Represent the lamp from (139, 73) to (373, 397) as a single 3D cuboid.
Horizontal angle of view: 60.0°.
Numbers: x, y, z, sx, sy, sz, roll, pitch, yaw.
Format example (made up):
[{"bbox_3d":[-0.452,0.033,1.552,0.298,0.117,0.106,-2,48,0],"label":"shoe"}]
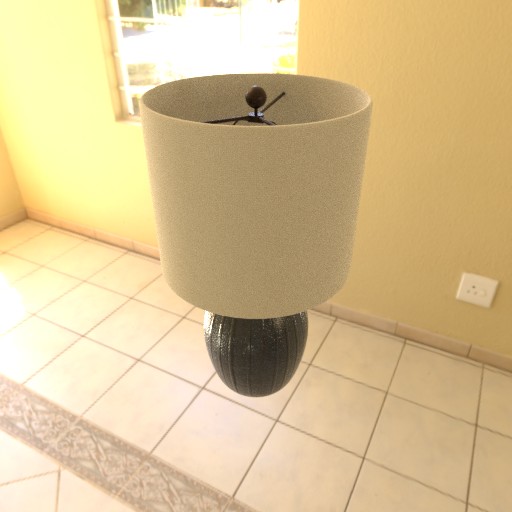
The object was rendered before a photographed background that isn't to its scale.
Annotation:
[{"bbox_3d":[0.000,0.000,0.781,0.329,0.570,0.329,10,34,15],"label":"lamp"}]
